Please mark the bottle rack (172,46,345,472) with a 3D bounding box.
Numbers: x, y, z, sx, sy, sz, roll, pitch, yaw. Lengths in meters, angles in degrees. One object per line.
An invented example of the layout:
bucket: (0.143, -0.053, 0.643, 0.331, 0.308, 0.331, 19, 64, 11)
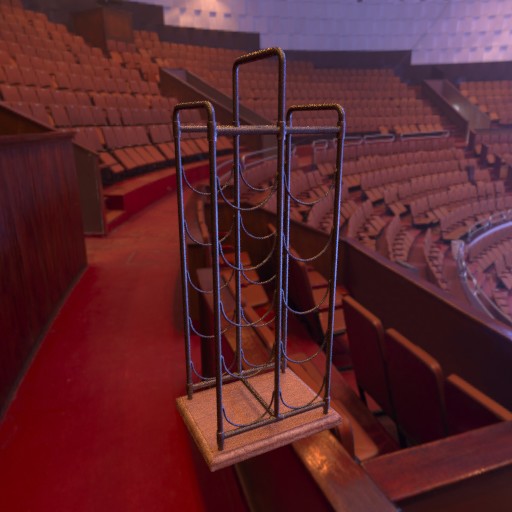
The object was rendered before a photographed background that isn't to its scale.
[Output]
bottle rack: (0.000, 0.000, 0.806, 0.276, 0.680, 0.208, -8, 19, -26)
